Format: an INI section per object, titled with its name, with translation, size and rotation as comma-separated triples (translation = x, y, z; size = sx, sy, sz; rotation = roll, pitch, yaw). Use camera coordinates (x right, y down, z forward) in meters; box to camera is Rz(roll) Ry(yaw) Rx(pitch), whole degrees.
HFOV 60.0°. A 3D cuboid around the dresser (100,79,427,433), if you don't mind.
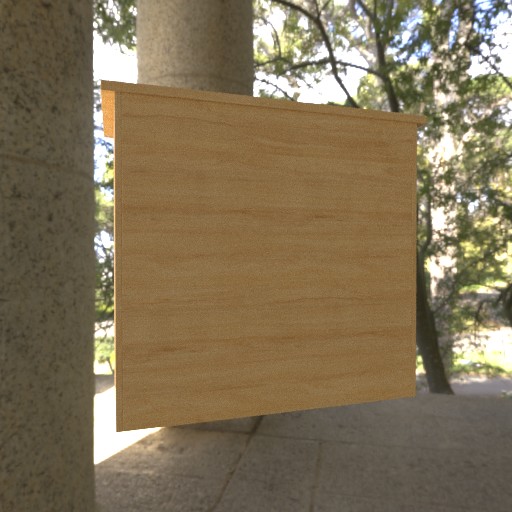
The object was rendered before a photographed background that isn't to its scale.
[dresser]
translation = 0.000, 0.000, 1.226
size = 0.800, 0.730, 0.410
rotation = 0, 1, -18
